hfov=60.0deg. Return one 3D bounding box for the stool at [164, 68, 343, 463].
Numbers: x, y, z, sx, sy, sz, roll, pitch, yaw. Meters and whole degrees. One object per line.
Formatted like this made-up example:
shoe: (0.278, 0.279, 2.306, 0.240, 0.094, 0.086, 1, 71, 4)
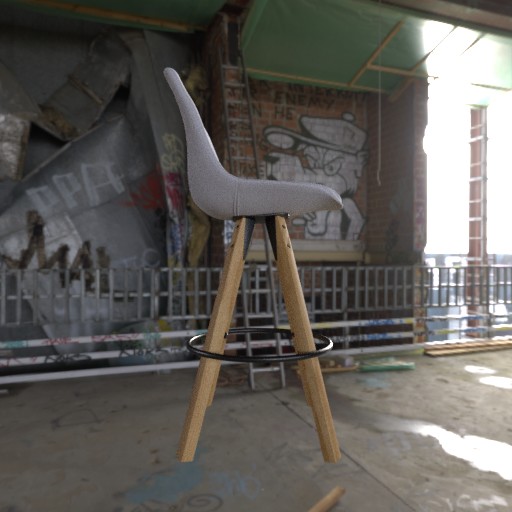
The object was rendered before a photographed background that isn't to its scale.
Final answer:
stool: (0.000, 0.000, 1.422, 0.550, 1.115, 0.484, 0, 0, 1)
